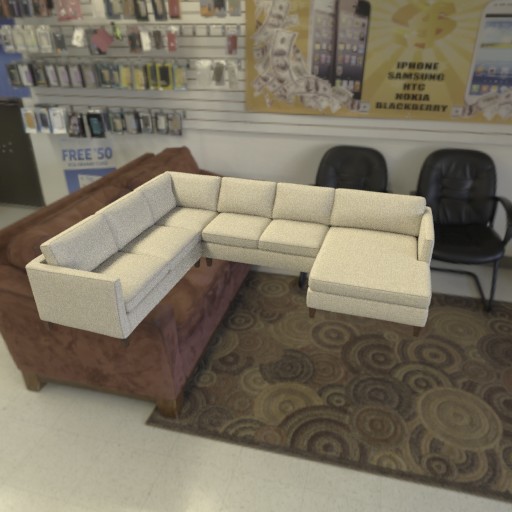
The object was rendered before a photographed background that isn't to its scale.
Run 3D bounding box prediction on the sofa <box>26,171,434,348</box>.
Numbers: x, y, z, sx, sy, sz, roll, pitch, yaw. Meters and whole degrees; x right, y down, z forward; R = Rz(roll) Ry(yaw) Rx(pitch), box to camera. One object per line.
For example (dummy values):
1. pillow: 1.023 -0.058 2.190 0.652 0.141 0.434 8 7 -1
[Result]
1. sofa: 0.000 0.000 4.509 3.403 0.889 2.551 8 29 16
